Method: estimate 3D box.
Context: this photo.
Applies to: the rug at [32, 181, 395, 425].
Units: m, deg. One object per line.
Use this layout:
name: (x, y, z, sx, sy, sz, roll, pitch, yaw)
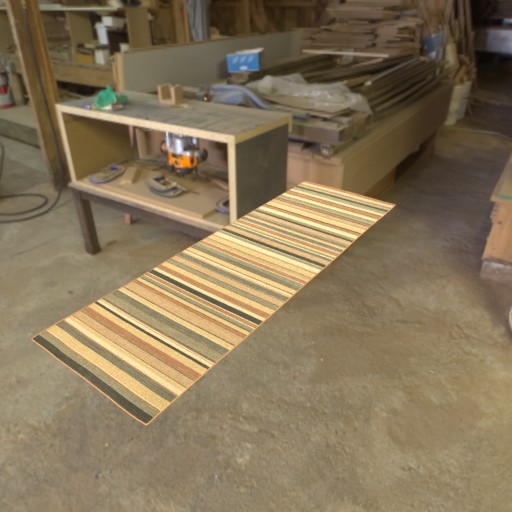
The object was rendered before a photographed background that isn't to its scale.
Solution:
rug: (0.000, 0.000, 2.687, 0.799, 0.010, 2.444, 21, 37, 31)
